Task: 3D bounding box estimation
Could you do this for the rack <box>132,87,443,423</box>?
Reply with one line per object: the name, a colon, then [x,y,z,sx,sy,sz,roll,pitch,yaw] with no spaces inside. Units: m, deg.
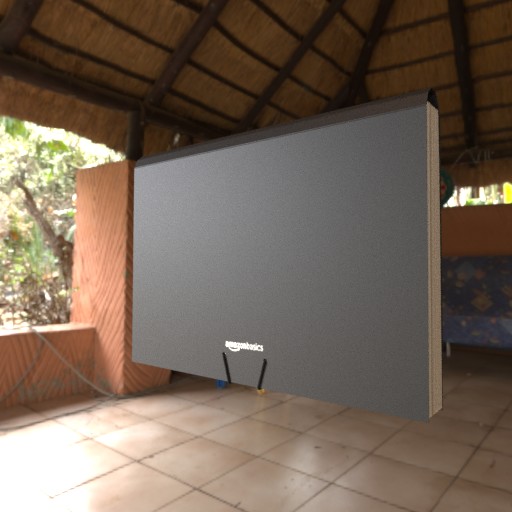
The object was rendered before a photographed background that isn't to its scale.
rack: [0.000,0.000,0.425,0.330,0.241,0.041,-1,-2,38]
